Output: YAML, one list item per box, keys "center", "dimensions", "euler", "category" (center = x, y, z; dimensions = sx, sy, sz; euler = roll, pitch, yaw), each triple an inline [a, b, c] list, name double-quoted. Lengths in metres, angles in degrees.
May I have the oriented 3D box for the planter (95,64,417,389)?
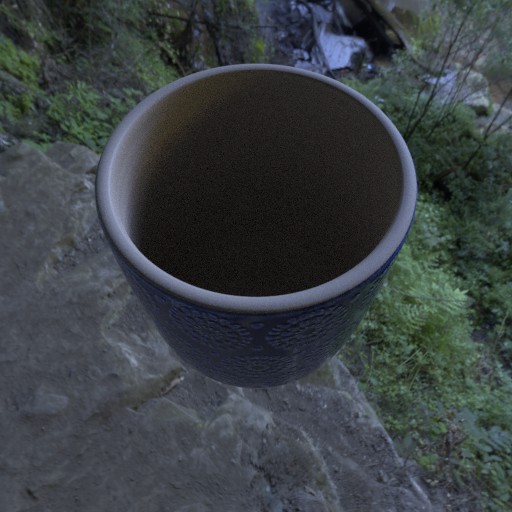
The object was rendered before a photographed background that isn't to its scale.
- center: [0.000, 0.000, 0.340]
  dimensions: [0.184, 0.206, 0.184]
  euler: [0, 60, 0]
  category: "planter"
